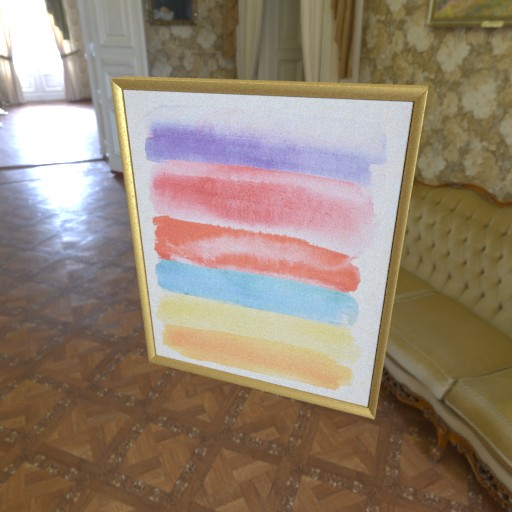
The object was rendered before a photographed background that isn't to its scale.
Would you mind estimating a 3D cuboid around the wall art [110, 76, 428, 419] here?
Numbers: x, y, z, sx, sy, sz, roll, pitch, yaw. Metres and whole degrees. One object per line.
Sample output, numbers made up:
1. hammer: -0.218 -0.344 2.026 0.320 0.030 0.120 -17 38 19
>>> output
1. wall art: 0.000 0.000 0.873 0.537 0.642 0.048 9 28 18
